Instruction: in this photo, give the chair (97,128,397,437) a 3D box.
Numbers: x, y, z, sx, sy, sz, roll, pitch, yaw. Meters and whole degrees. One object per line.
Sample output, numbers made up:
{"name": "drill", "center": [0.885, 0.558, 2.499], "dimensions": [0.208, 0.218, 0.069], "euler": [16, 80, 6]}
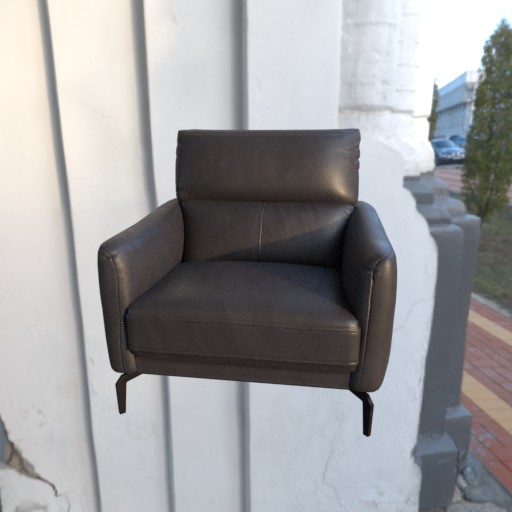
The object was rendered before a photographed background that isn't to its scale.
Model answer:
{"name": "chair", "center": [0.000, 0.000, 1.696], "dimensions": [0.976, 0.949, 0.809], "euler": [2, 15, 8]}
